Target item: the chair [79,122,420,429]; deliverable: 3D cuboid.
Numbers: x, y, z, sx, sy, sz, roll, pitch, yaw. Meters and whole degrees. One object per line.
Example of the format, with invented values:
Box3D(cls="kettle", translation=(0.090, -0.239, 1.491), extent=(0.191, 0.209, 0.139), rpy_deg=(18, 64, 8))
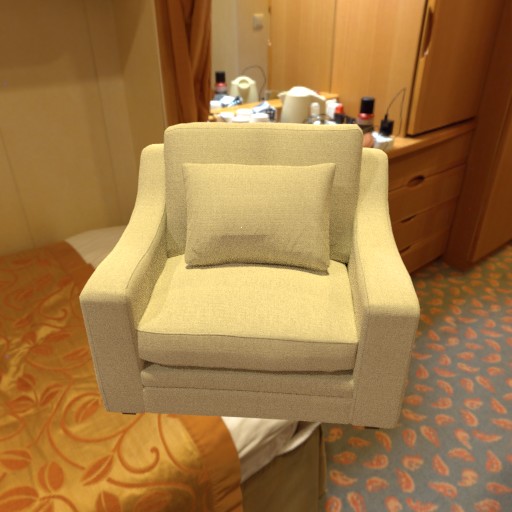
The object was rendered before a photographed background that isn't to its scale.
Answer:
Box3D(cls="chair", translation=(0.000, 0.000, 1.928), extent=(1.178, 1.016, 1.009), rpy_deg=(2, 30, 4))
